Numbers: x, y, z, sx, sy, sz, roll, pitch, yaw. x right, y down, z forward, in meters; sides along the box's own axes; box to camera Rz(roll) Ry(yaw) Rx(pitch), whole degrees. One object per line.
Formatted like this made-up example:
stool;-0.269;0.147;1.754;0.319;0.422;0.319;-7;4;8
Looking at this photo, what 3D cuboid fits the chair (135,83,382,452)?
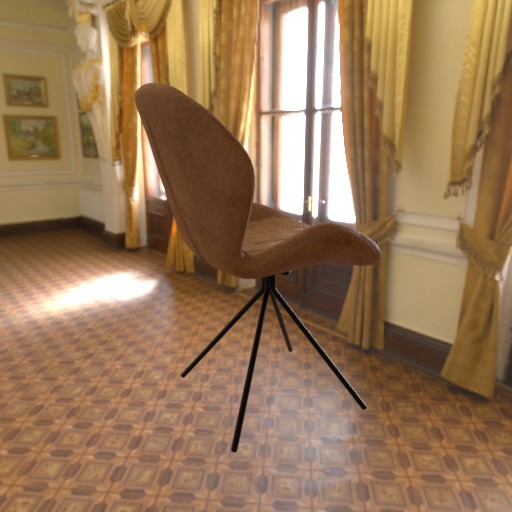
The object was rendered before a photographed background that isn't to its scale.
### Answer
chair;0.000;0.000;1.315;0.640;0.929;0.527;-7;16;-26
